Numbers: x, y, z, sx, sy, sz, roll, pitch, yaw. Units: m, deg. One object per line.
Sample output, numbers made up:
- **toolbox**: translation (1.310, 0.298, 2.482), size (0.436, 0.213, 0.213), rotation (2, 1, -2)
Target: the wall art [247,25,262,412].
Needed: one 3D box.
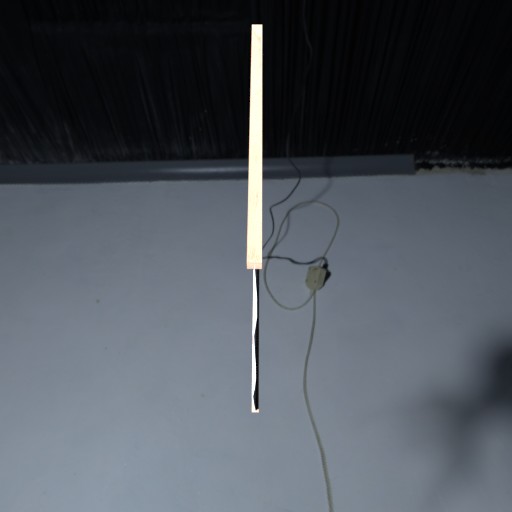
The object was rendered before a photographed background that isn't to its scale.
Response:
- **wall art**: translation (0.000, 0.000, 0.656), size (0.012, 0.508, 0.332), rotation (0, 58, 0)
